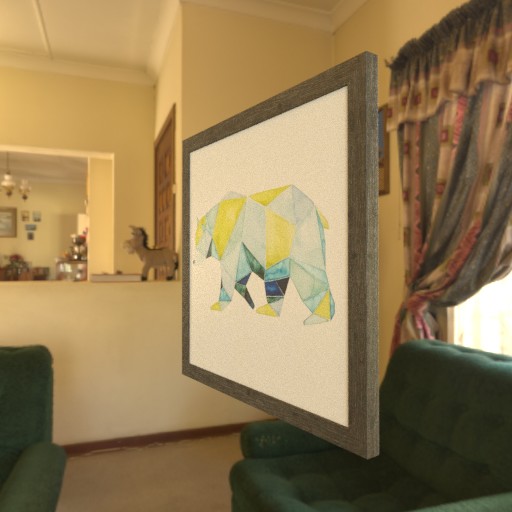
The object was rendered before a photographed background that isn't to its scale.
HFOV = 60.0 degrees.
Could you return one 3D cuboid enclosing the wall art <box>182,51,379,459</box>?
[{"bbox_3d":[0.000,0.000,0.692,0.027,0.459,0.462,0,-1,-36],"label":"wall art"}]
